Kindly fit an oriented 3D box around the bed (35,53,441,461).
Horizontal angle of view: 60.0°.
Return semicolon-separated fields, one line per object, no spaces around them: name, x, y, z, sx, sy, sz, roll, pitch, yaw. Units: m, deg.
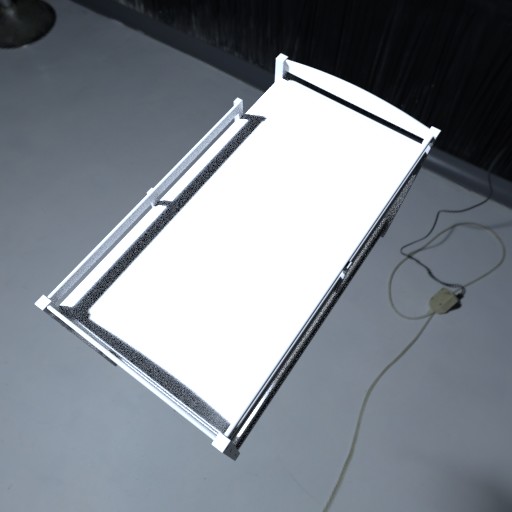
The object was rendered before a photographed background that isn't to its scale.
bed;0.000;0.000;2.744;1.105;1.206;2.013;32;68;15
